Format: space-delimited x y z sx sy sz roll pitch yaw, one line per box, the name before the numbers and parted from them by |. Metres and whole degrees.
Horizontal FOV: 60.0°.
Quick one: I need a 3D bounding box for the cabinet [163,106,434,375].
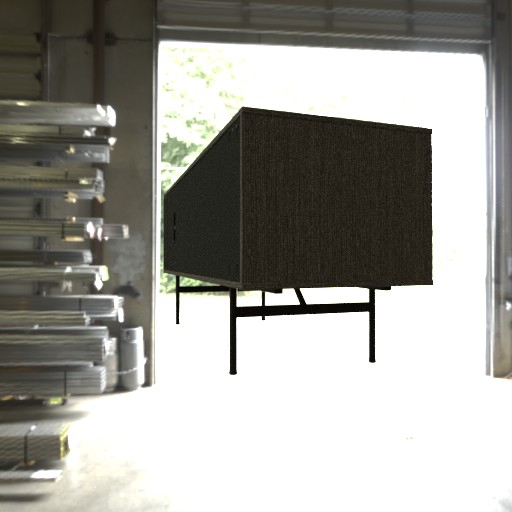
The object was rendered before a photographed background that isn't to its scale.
cabinet | 0.000 0.000 1.597 0.500 0.599 1.300 0 -1 -19
